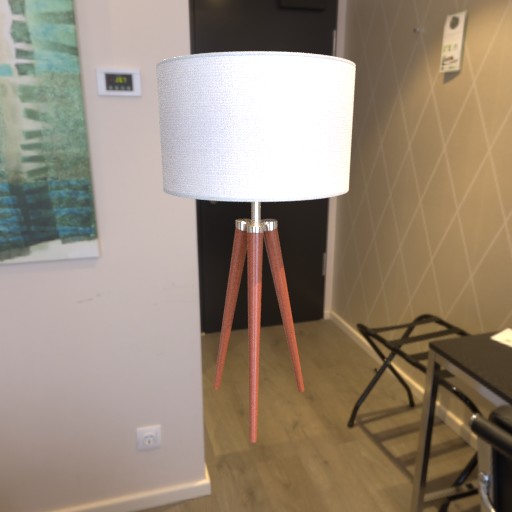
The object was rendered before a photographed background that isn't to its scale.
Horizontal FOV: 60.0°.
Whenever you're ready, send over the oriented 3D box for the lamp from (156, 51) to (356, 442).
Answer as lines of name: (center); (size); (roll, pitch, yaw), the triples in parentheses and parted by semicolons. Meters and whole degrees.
lamp: (0.000, 0.000, 0.901); (0.354, 0.709, 0.355); (14, 21, 42)
